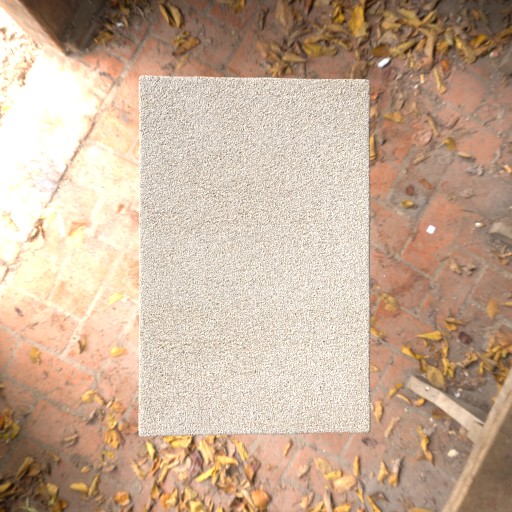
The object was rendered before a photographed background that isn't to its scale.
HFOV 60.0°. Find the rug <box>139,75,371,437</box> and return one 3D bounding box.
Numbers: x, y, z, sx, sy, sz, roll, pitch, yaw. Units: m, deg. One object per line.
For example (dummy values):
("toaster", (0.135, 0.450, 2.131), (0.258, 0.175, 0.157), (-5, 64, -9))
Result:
("rug", (0.000, 0.000, 3.407), (1.778, 0.030, 2.743), (0, 90, -3))
